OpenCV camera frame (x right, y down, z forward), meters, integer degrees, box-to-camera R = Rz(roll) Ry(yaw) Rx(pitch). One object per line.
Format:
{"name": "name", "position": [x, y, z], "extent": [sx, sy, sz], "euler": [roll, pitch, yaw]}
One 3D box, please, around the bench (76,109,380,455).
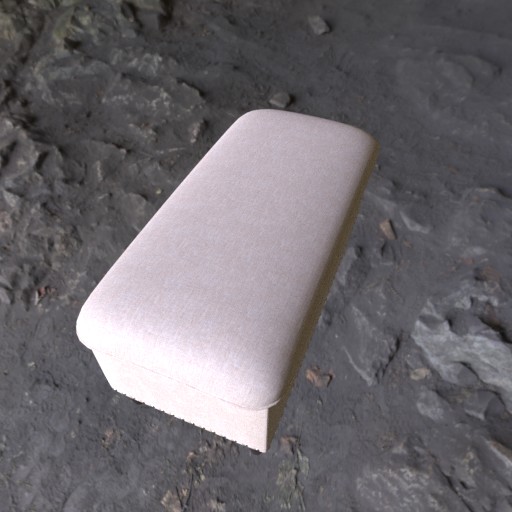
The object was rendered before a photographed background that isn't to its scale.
{"name": "bench", "position": [0.000, 0.000, 1.287], "extent": [0.483, 0.483, 0.991], "euler": [17, 49, 15]}
